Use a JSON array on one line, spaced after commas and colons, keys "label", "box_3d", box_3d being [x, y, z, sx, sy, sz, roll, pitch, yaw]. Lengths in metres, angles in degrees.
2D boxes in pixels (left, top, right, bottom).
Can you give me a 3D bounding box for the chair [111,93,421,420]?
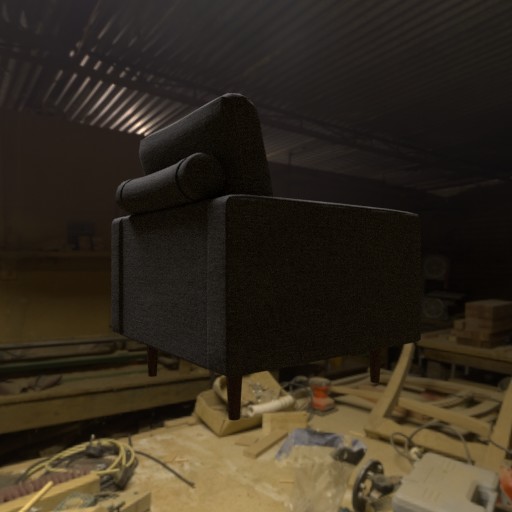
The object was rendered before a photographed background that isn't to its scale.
[{"label": "chair", "box_3d": [0.000, 0.000, 1.576, 0.843, 0.880, 0.821, 0, 0, -37]}]
